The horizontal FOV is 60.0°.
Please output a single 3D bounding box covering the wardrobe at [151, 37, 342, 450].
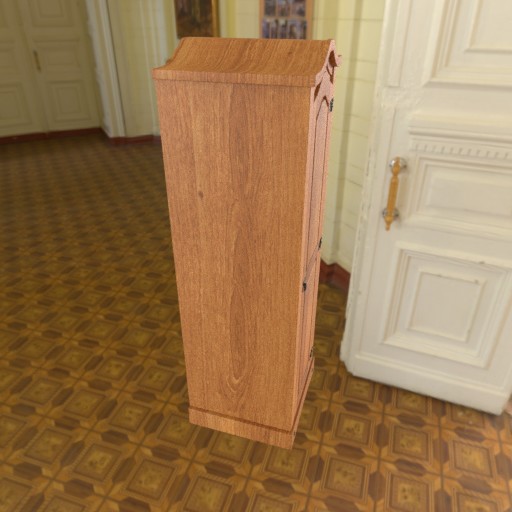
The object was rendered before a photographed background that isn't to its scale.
[{"bbox_3d":[0.000,0.000,2.110,0.570,1.870,0.590,9,31,15],"label":"wardrobe"}]
